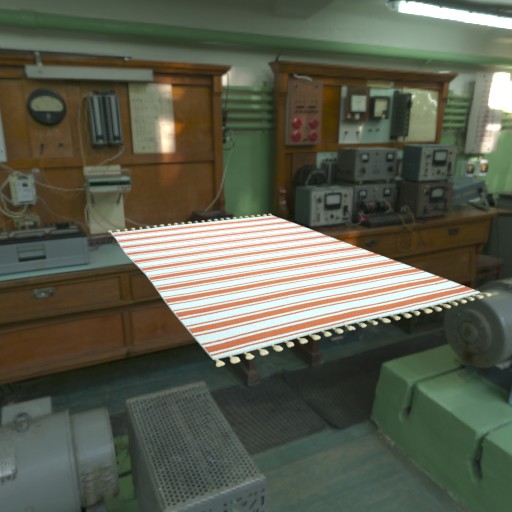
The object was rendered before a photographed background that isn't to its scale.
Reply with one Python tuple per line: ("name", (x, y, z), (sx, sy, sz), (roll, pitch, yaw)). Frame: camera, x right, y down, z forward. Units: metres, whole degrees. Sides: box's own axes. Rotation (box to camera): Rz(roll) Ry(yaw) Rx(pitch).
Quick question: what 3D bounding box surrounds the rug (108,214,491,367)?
("rug", (0.000, 0.000, 3.015), (1.556, 0.022, 2.433), (-8, 19, -26))
